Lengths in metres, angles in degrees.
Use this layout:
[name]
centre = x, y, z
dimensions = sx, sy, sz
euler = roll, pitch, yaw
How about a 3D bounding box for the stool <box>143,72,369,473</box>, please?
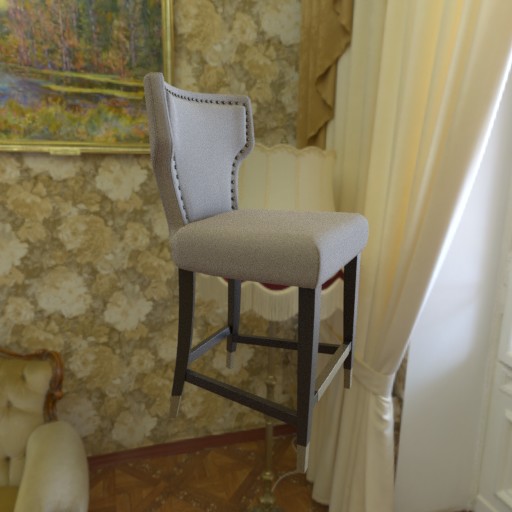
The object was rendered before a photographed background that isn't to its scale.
[stool]
centre = 0.000, 0.000, 1.329
dimensions = 0.563, 0.982, 0.527
euler = 6, 14, 25
